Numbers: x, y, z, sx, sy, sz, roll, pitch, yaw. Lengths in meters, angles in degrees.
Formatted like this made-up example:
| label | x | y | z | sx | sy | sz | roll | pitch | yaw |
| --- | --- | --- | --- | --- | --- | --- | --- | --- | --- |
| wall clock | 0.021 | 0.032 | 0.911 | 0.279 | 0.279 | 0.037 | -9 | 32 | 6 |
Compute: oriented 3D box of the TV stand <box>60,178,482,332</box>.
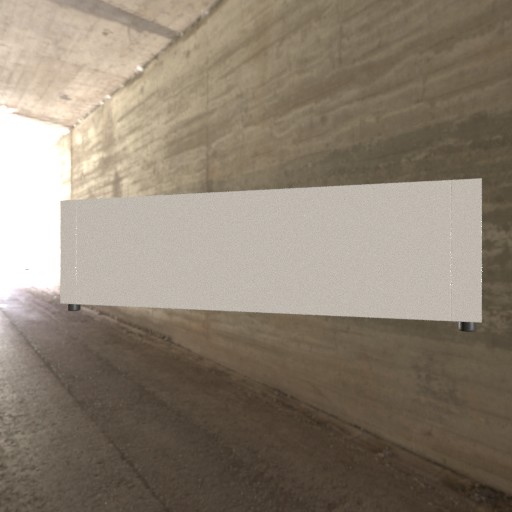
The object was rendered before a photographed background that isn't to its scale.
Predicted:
| label | x | y | z | sx | sy | sz | roll | pitch | yaw |
| --- | --- | --- | --- | --- | --- | --- | --- | --- | --- |
| TV stand | 0.000 | 0.000 | 1.698 | 1.500 | 0.440 | 0.410 | 0 | 0 | 20 |
